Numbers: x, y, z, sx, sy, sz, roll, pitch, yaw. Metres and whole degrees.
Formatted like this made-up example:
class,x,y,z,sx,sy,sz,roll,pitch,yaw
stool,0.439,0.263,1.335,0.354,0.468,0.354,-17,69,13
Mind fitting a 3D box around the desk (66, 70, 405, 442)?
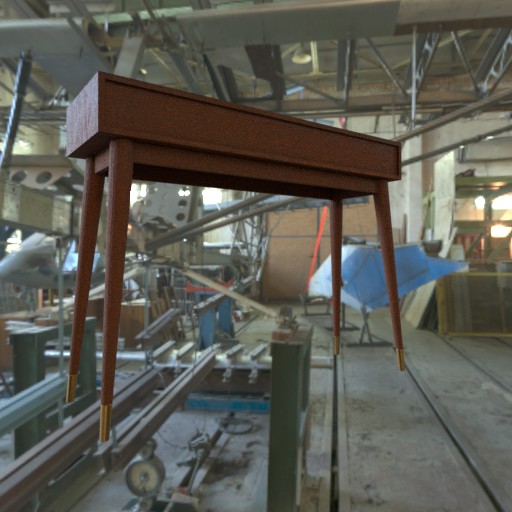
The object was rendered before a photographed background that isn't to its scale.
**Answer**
class,x,y,z,sx,sy,sz,roll,pitch,yaw
desk,0.000,0.000,1.587,1.204,0.917,0.384,0,0,-35
